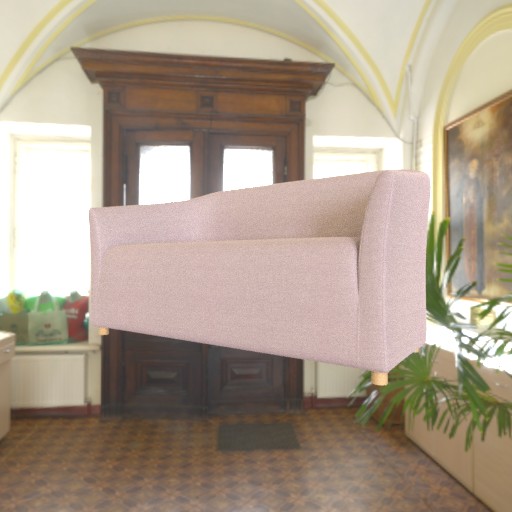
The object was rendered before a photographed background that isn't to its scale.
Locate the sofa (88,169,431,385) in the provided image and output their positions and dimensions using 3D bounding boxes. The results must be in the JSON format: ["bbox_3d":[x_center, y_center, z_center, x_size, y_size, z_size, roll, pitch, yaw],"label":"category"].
[{"bbox_3d":[0.000,0.000,1.876,1.452,0.721,0.705,0,-1,38],"label":"sofa"}]
